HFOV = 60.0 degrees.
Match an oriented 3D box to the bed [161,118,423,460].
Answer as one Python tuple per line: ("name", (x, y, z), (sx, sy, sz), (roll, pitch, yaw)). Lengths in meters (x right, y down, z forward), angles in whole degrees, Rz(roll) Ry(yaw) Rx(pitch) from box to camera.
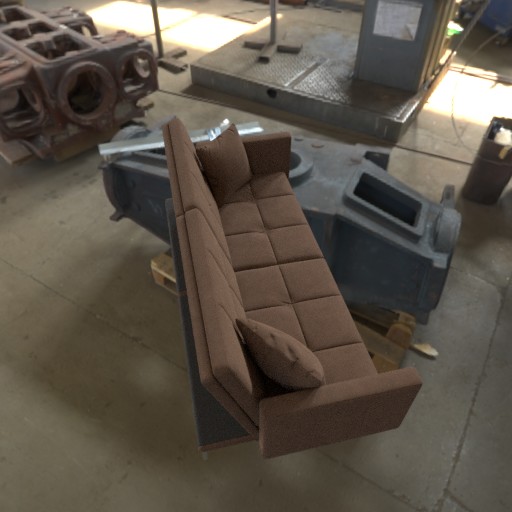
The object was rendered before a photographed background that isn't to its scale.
("bed", (0.000, 0.000, 2.369), (0.889, 0.787, 1.905), (-9, 47, -9))
